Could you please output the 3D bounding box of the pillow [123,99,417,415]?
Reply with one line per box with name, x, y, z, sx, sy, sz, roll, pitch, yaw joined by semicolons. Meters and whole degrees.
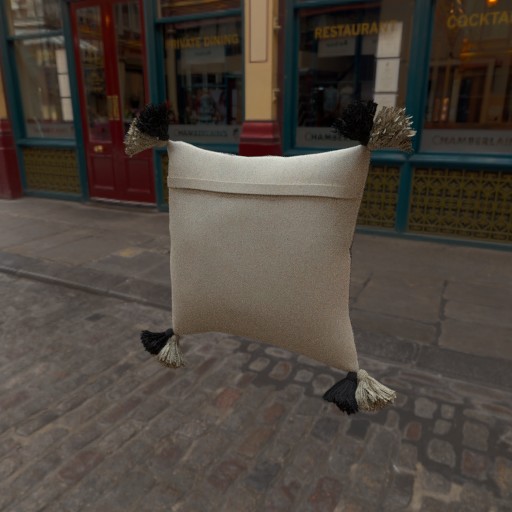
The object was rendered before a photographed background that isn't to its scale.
pillow;0.000;0.000;0.983;0.654;0.659;0.170;8;18;26
